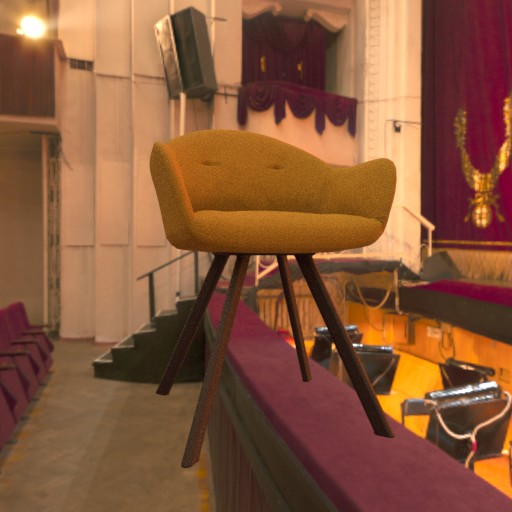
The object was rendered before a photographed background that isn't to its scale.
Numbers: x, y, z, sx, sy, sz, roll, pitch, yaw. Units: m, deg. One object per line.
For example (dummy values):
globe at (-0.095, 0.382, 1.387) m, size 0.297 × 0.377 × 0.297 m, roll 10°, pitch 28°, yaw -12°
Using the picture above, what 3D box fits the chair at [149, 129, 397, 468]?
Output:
chair at (0.000, 0.000, 1.148) m, size 0.545 × 0.775 × 0.565 m, roll 0°, pitch 0°, yaw -17°
